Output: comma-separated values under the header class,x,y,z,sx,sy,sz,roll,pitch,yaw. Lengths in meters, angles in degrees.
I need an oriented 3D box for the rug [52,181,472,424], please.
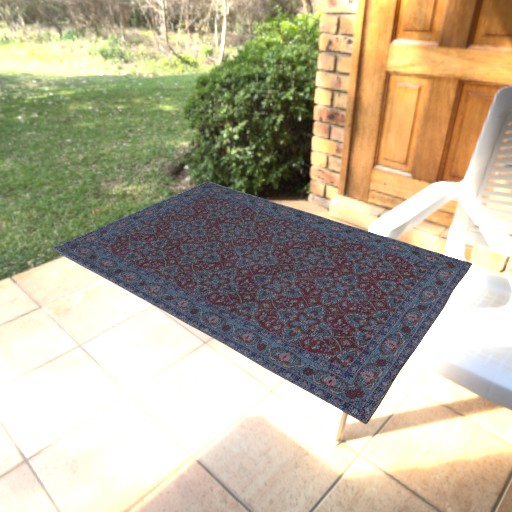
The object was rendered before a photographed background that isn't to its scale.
class,x,y,z,sx,sy,sz,roll,pitch,yaw
rug,0.000,0.000,2.301,1.829,0.009,1.219,22,37,32
